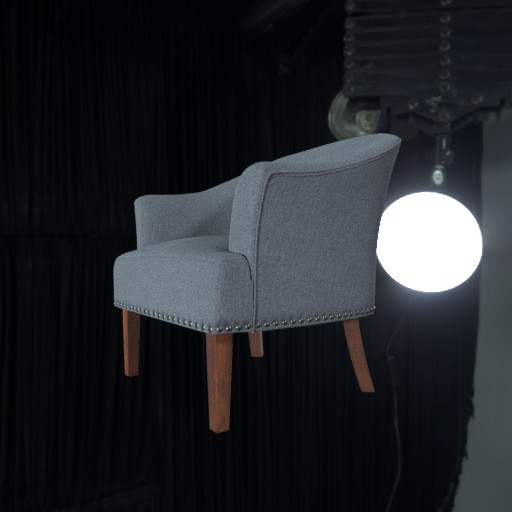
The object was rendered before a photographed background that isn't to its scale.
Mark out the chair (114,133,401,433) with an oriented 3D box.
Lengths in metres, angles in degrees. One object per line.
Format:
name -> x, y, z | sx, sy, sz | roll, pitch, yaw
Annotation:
chair -> 0.000, 0.000, 1.426 | 0.704, 0.815, 0.798 | 0, 0, -35
